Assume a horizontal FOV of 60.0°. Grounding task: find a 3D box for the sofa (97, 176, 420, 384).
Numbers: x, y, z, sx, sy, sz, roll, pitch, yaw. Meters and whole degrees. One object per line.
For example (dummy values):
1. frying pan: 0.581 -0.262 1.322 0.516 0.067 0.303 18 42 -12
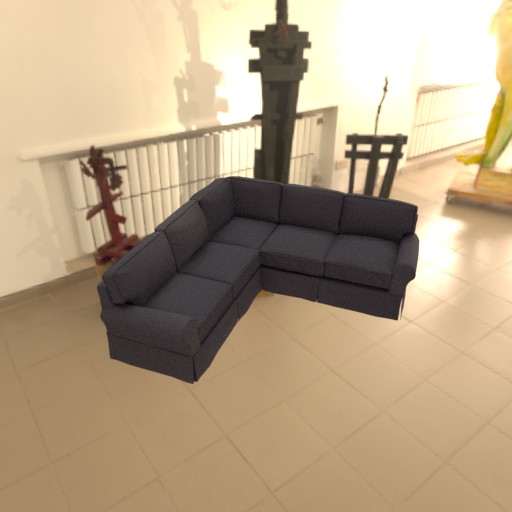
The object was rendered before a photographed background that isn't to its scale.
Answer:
1. sofa: 0.000 0.000 5.219 3.773 1.169 2.874 -21 36 -31
